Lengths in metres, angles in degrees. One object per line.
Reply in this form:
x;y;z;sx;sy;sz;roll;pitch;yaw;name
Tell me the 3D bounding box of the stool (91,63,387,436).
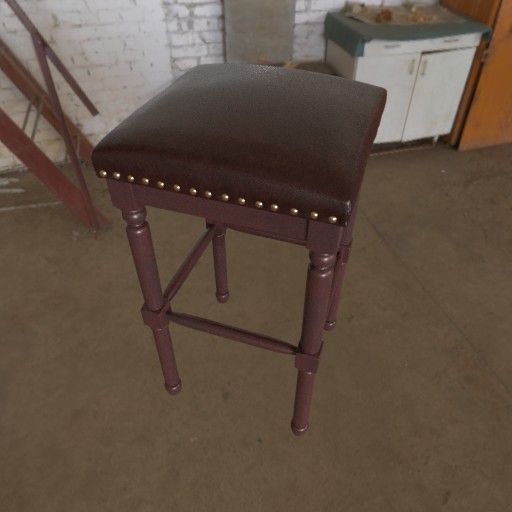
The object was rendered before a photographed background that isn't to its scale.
0.000;0.000;0.922;0.383;0.702;0.382;13;44;14;stool
